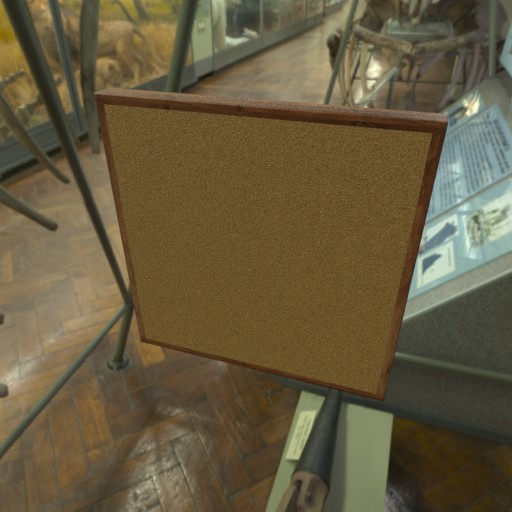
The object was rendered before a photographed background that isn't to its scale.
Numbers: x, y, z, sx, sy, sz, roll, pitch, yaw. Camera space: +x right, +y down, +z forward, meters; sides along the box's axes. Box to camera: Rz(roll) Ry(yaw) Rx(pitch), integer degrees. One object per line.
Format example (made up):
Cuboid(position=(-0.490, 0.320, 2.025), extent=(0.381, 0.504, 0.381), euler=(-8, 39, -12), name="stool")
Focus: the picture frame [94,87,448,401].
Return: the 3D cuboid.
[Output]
Cuboid(position=(0.000, 0.000, 0.528), extent=(0.352, 0.356, 0.028), euler=(10, 34, 15), name="picture frame")
